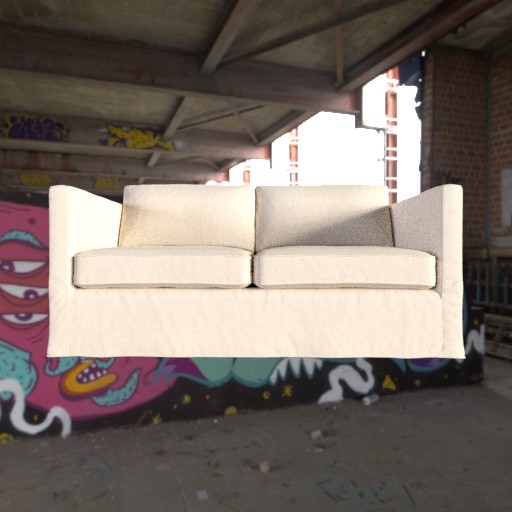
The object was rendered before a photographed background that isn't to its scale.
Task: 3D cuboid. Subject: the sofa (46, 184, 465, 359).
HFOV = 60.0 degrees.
[{"bbox_3d":[0.000,0.000,2.286,1.746,0.834,0.962,0,0,1],"label":"sofa"}]
